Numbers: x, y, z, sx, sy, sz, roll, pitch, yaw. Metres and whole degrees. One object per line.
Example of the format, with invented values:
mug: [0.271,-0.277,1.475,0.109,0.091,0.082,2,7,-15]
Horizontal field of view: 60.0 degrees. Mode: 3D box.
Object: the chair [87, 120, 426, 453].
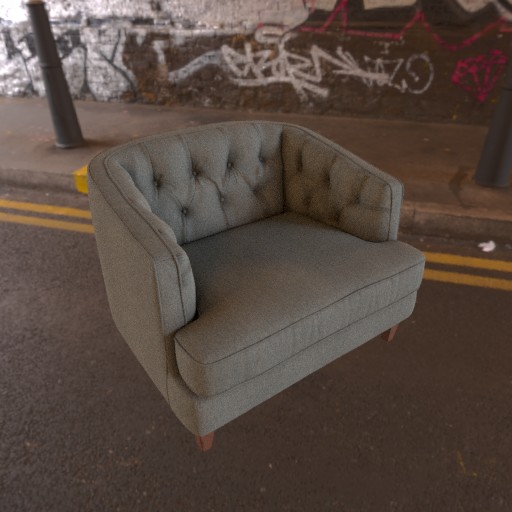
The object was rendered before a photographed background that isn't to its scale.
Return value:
chair: [0.000,0.000,1.781,1.094,0.852,0.945,-20,35,-31]
